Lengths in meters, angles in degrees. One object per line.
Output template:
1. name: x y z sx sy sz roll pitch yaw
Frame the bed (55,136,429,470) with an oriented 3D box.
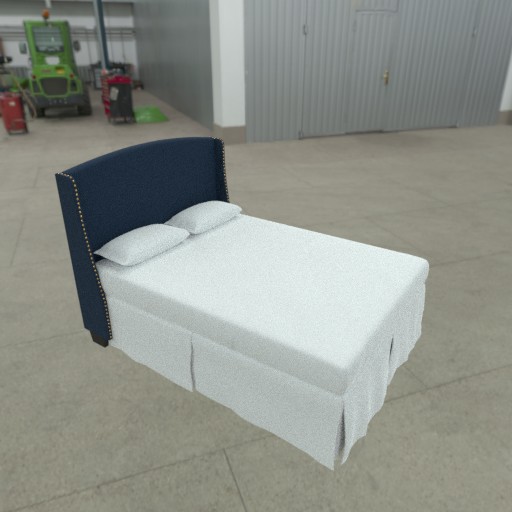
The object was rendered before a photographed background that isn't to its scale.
1. bed: 0.000 0.000 3.237 2.223 1.402 1.604 16 30 31
